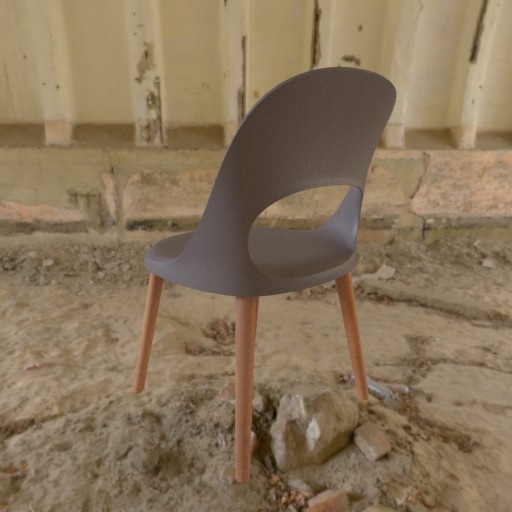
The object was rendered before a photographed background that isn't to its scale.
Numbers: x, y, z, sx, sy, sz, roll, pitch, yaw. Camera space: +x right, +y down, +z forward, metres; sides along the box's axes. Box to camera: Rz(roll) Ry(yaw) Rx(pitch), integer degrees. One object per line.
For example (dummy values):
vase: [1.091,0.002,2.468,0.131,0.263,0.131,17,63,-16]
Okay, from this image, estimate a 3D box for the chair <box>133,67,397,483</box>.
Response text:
chair: [0.000,0.000,1.084,0.470,0.794,0.556,-13,20,-41]
